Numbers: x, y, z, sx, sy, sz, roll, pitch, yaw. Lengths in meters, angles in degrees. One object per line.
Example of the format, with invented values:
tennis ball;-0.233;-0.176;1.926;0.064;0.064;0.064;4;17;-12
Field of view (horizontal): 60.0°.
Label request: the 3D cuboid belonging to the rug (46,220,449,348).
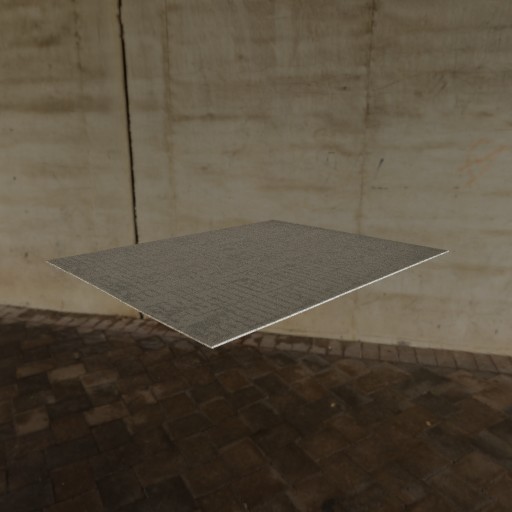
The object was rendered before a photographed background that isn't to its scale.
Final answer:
rug;0.000;0.000;4.276;3.061;0.014;2.447;-14;20;-42
